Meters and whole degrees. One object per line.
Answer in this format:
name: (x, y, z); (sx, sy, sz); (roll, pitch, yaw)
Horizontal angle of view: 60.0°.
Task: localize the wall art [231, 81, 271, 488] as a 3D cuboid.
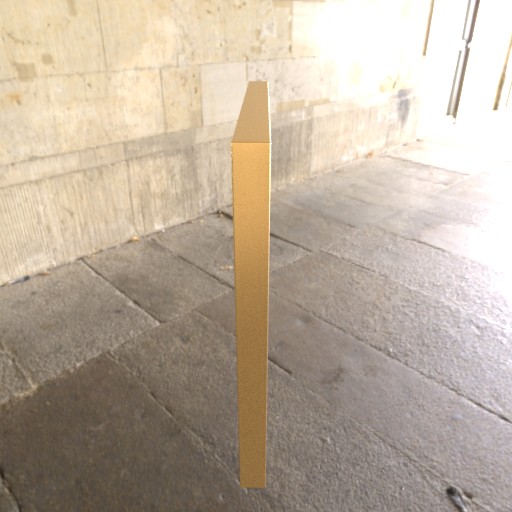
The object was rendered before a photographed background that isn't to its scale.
wall art: (0.000, 0.000, 0.458); (0.023, 0.305, 0.305); (1, 28, 1)
